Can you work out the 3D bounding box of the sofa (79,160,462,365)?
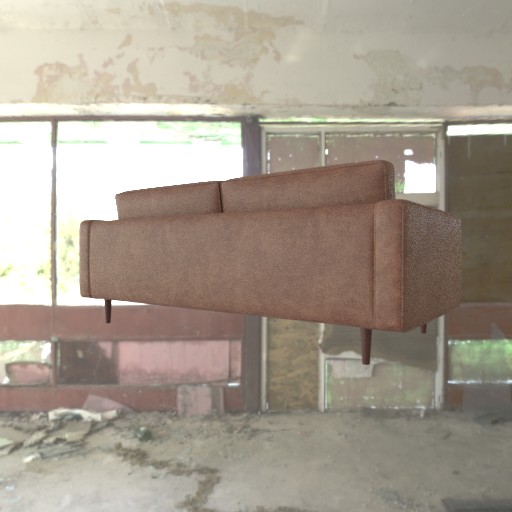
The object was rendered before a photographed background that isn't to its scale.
[{"bbox_3d":[0.000,0.000,2.345,1.870,0.760,0.910,1,1,36],"label":"sofa"}]
